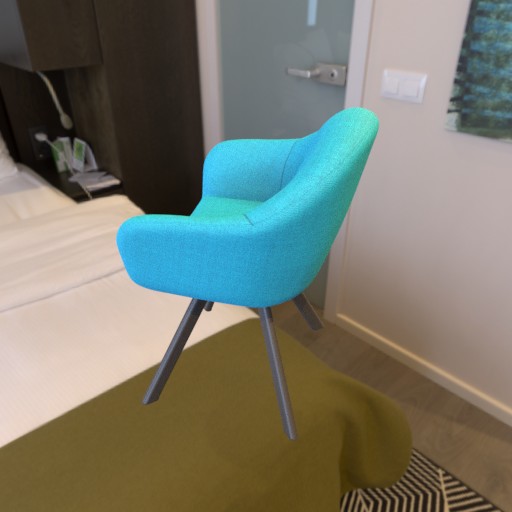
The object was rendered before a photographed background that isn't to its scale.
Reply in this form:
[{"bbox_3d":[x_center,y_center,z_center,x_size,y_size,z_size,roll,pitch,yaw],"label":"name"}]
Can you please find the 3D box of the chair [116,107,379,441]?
[{"bbox_3d":[0.000,0.000,1.208,0.550,0.795,0.590,8,32,14],"label":"chair"}]
